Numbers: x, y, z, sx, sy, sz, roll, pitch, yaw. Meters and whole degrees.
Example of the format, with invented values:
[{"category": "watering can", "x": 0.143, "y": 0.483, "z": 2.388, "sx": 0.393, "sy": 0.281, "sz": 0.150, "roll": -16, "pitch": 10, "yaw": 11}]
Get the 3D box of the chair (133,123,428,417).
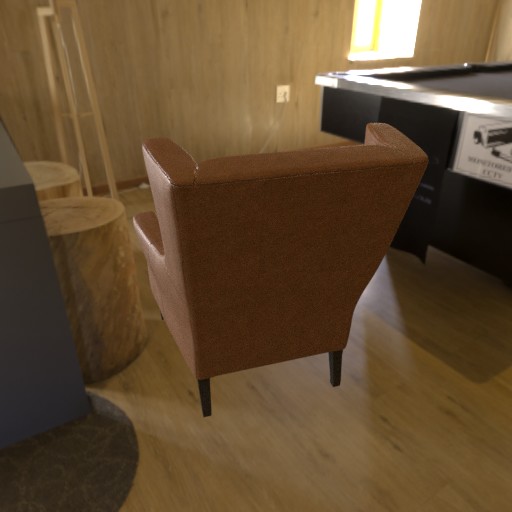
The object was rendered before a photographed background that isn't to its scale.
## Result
[{"category": "chair", "x": 0.000, "y": 0.000, "z": 1.675, "sx": 0.852, "sy": 1.016, "sz": 0.925, "roll": -8, "pitch": 30, "yaw": -15}]
